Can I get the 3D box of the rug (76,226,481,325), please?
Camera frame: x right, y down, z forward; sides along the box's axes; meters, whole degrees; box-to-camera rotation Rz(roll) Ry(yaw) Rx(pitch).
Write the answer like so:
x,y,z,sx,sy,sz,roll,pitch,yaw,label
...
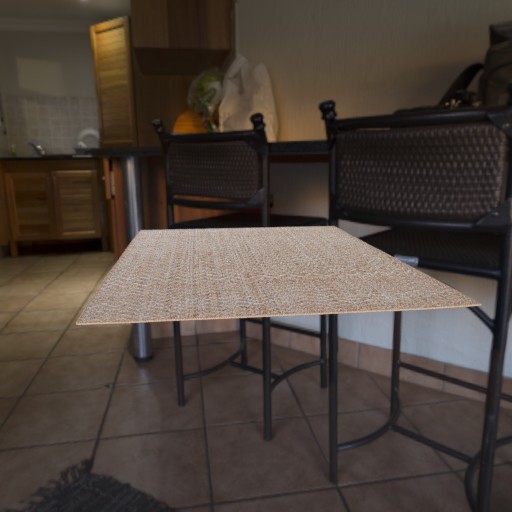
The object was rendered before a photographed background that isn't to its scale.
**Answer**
x,y,z,sx,sy,sz,roll,pitch,yaw,label
0.000,0.000,4.029,2.439,0.013,3.048,-2,13,-7,rug
